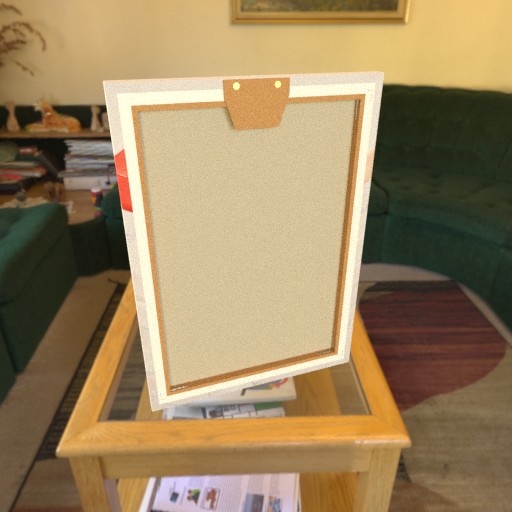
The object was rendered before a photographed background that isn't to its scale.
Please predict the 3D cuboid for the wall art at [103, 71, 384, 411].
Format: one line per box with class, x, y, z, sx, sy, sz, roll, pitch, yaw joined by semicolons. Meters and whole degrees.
wall art;0.000;0.000;1.123;0.613;0.848;0.036;-9;29;-17
